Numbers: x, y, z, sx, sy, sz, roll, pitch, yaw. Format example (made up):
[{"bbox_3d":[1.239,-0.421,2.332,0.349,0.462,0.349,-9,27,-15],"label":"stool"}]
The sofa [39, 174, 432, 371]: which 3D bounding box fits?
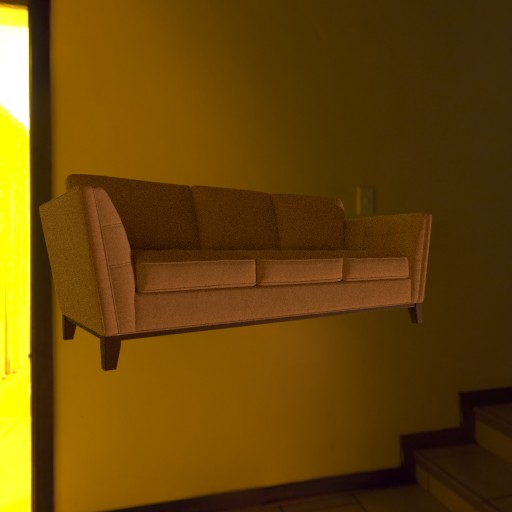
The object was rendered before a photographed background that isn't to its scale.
[{"bbox_3d":[0.000,0.000,2.847,2.388,0.940,0.965,0,1,-35],"label":"sofa"}]
